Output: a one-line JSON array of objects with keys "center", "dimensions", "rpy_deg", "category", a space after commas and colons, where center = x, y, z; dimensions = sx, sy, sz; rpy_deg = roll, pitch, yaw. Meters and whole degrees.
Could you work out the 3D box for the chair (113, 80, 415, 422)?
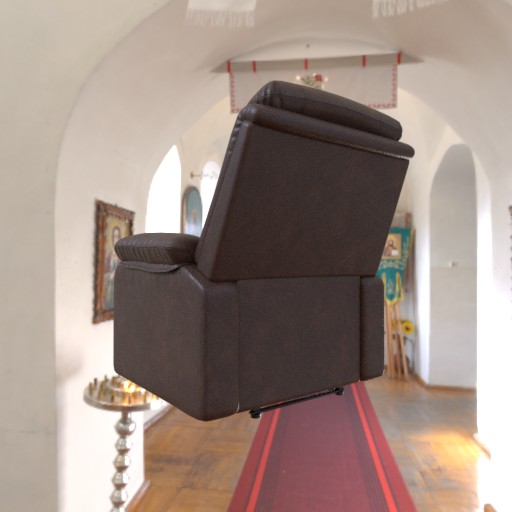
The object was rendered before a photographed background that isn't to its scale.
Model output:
[{"center": [0.000, 0.000, 1.663], "dimensions": [0.855, 0.992, 0.919], "rpy_deg": [0, -1, -37], "category": "chair"}]
